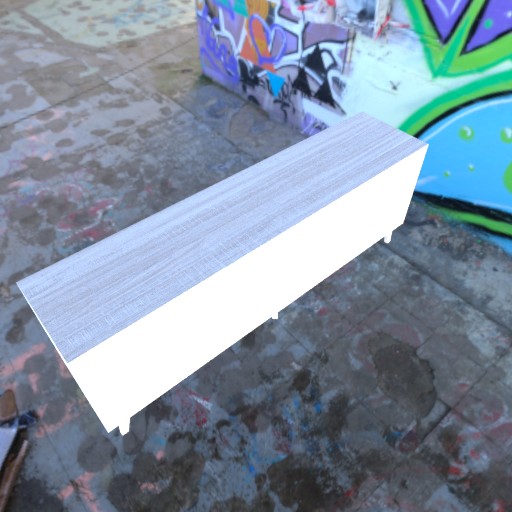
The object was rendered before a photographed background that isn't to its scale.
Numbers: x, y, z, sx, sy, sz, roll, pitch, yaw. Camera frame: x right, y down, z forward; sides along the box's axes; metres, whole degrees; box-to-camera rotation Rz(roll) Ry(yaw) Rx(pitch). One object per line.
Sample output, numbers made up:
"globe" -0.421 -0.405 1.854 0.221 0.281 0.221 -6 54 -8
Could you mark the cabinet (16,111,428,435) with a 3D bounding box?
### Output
"cabinet" 0.000 0.000 2.490 2.200 0.780 0.500 -32 54 -27
